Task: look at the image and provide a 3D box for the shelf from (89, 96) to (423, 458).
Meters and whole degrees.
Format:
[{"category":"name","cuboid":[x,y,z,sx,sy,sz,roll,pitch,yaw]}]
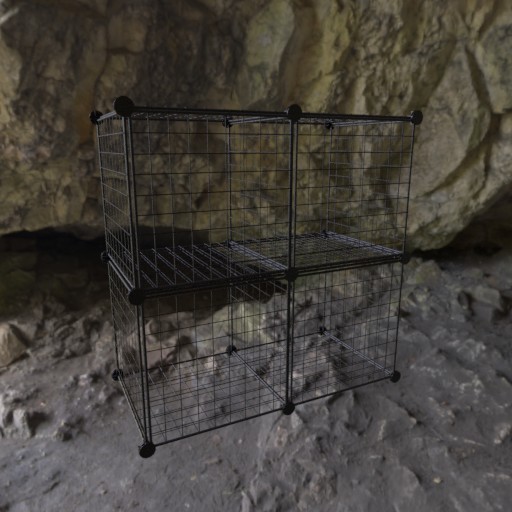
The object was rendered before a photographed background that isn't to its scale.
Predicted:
[{"category":"shelf","cuboid":[0.000,0.000,1.136,0.711,0.711,0.356,-7,15,-26]}]
